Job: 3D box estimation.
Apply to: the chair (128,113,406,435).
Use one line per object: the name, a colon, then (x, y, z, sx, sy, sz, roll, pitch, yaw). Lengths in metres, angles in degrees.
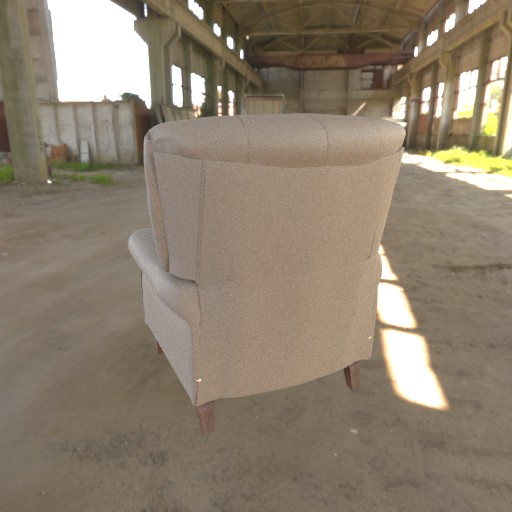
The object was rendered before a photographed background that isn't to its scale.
chair: (0.000, 0.000, 1.891, 0.999, 1.138, 1.041, -8, 18, -24)
